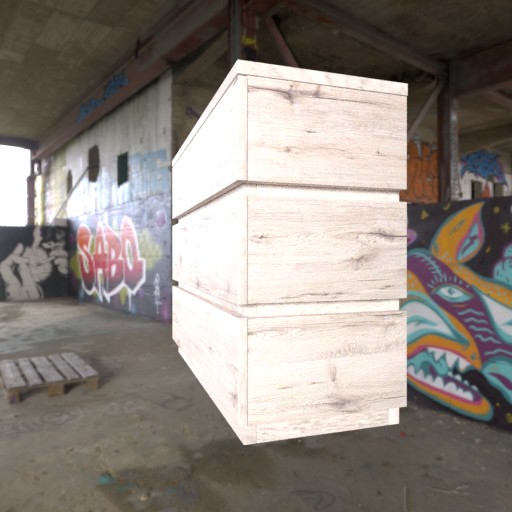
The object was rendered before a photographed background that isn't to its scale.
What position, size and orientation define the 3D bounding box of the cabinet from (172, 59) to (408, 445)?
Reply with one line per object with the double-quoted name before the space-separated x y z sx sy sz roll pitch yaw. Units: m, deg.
"cabinet" 0.000 0.000 1.483 0.420 0.820 1.040 0 0 -18
